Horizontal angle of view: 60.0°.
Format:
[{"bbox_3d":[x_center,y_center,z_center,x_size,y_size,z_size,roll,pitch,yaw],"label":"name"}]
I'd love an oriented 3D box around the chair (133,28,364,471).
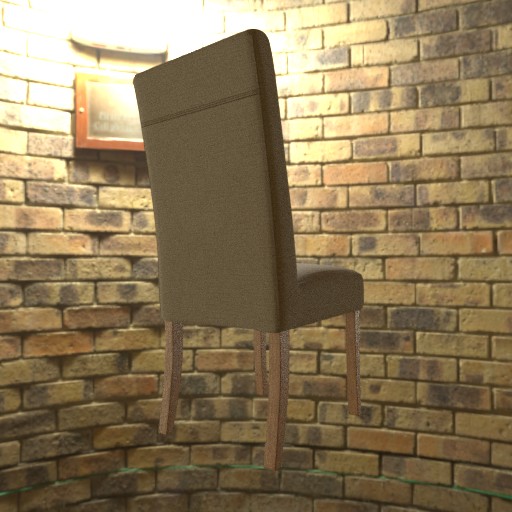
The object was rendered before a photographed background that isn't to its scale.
[{"bbox_3d":[0.000,0.000,1.347,0.450,1.033,0.611,-1,-2,37],"label":"chair"}]
